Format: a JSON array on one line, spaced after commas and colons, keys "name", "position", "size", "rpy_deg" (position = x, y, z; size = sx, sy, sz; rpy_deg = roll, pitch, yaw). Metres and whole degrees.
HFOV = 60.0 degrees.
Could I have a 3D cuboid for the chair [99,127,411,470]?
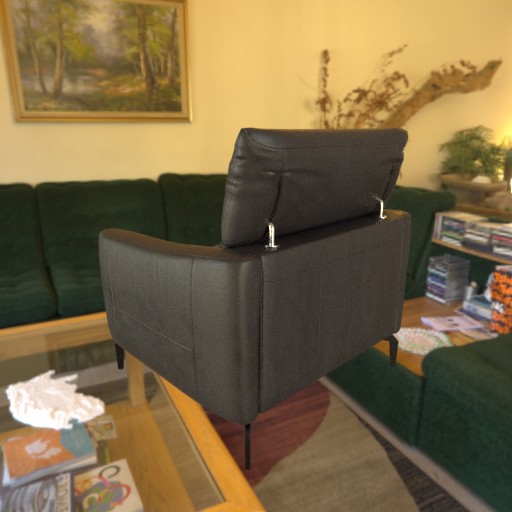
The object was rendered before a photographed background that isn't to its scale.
[{"name": "chair", "position": [0.000, 0.000, 1.695], "size": [0.976, 0.949, 0.809], "rpy_deg": [-15, 22, -42]}]
